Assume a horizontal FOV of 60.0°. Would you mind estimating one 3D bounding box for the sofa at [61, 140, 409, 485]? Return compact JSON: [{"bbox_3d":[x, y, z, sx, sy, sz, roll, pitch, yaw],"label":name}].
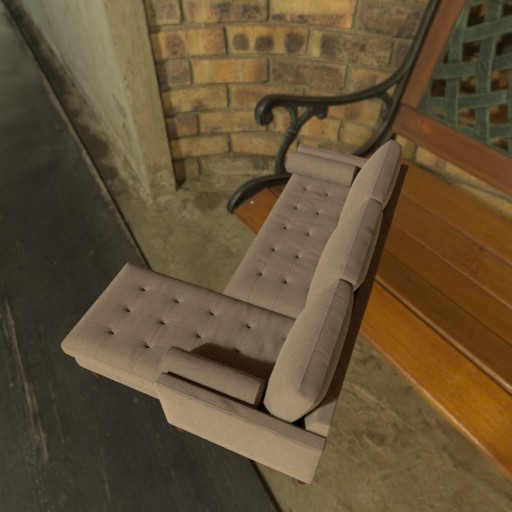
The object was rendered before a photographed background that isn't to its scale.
[{"bbox_3d":[0.000,0.000,2.852,1.506,0.875,2.178,17,50,15],"label":"sofa"}]
